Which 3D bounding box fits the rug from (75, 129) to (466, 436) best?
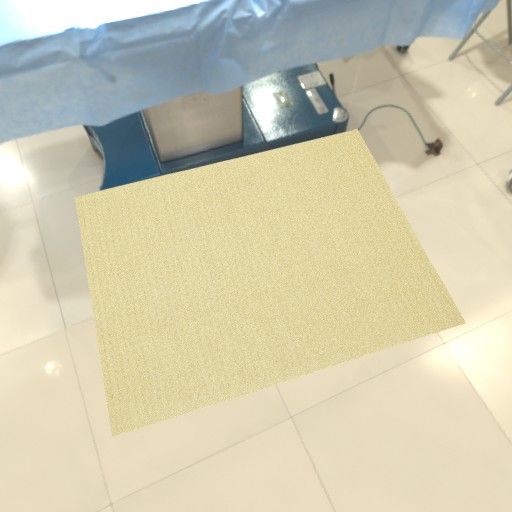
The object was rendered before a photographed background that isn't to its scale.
[{"bbox_3d":[0.000,0.000,4.313,3.204,0.016,2.452,-15,64,-8],"label":"rug"}]
